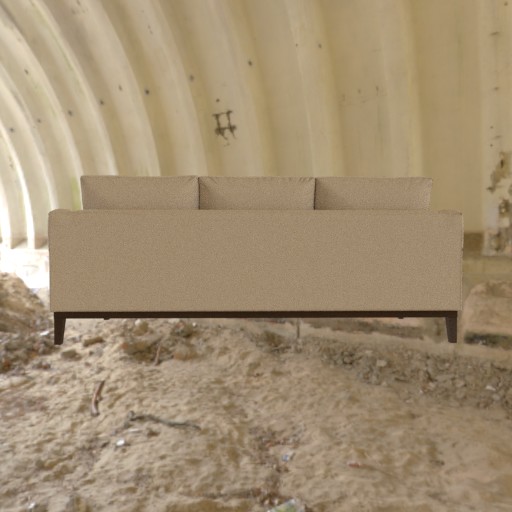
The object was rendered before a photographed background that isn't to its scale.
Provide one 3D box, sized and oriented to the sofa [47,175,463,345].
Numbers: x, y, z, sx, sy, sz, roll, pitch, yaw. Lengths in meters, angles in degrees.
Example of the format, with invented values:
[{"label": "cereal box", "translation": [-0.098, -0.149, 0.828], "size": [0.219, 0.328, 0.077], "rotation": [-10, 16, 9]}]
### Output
[{"label": "sofa", "translation": [0.000, 0.000, 2.751], "size": [2.198, 0.911, 0.902], "rotation": [0, 1, -1]}]
